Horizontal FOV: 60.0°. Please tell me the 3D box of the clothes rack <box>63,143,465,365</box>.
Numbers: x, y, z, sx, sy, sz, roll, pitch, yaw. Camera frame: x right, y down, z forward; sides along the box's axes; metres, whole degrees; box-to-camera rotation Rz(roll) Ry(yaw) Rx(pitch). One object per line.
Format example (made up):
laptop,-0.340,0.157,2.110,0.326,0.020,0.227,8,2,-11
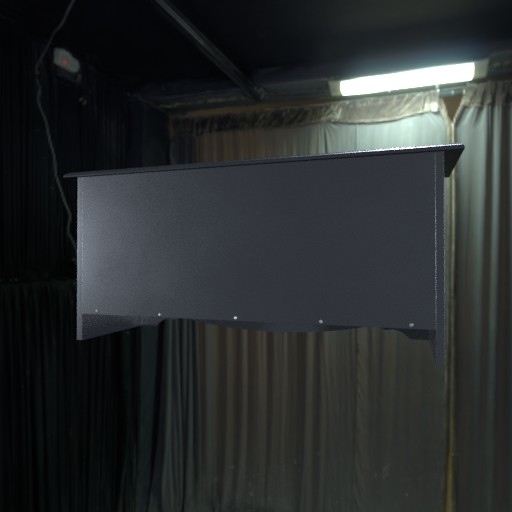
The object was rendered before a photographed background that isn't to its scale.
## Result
clothes rack,0.000,0.000,1.473,1.219,0.556,0.406,0,-1,18
